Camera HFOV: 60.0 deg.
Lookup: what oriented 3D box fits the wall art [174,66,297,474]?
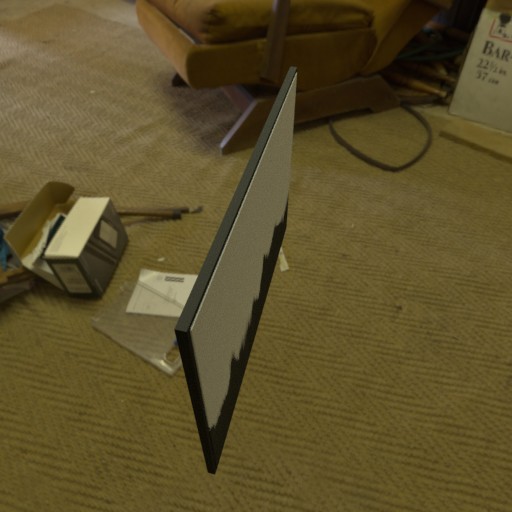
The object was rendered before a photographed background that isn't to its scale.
[{"bbox_3d":[0.000,0.000,1.523,0.028,0.805,1.190,10,47,9],"label":"wall art"}]
